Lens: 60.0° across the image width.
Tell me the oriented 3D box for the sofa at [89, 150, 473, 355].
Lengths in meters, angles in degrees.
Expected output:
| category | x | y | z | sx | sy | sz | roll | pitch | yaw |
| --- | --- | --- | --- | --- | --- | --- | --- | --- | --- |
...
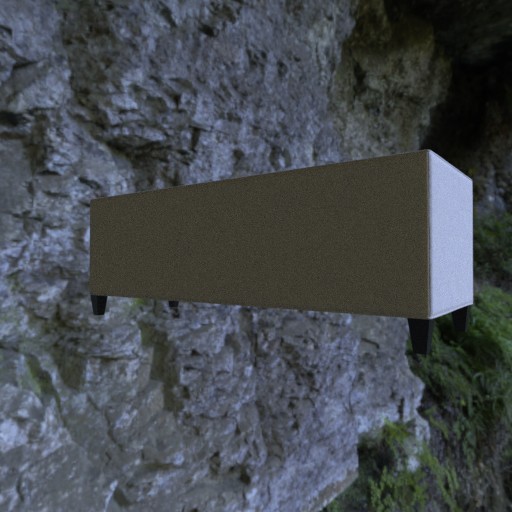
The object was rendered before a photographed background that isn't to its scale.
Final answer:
| category | x | y | z | sx | sy | sz | roll | pitch | yaw |
| --- | --- | --- | --- | --- | --- | --- | --- | --- | --- |
| sofa | 0.000 | 0.000 | 2.564 | 2.159 | 0.762 | 0.775 | -1 | -1 | 37 |
